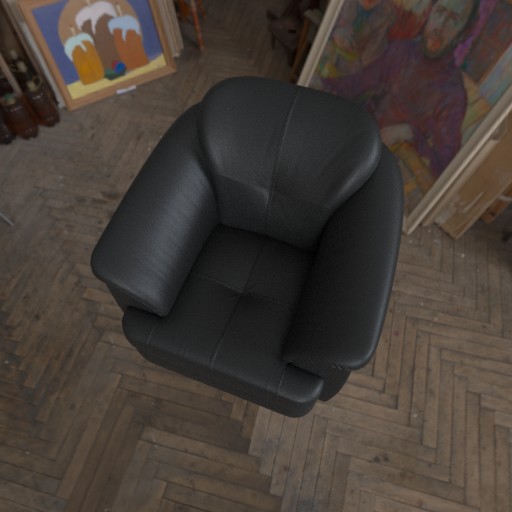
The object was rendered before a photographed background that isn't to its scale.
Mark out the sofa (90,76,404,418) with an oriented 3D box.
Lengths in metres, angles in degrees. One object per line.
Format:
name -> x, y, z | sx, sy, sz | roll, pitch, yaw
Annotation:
sofa -> 0.000, 0.000, 1.487 | 0.870, 0.811, 0.794 | 18, 61, 11
